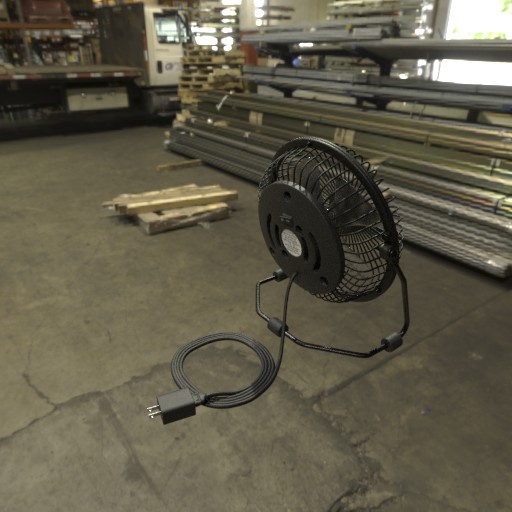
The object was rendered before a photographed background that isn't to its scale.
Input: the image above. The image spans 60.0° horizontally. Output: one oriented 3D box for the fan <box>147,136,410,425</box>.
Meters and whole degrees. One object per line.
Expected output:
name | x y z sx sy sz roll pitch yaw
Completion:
fan | 0.000 0.000 0.314 0.202 0.152 0.153 -18 31 -32
